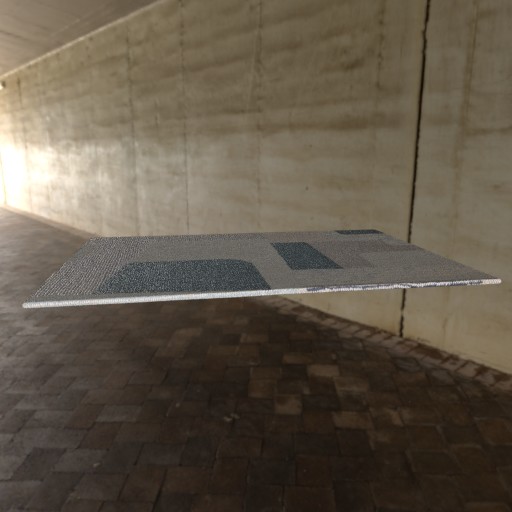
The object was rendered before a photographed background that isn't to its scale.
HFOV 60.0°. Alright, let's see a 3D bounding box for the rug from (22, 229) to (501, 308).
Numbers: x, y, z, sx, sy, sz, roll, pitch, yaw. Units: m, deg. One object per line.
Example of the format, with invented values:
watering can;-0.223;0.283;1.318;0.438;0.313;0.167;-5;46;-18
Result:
rug;0.000;0.000;2.270;1.847;0.020;1.238;-2;13;-9
